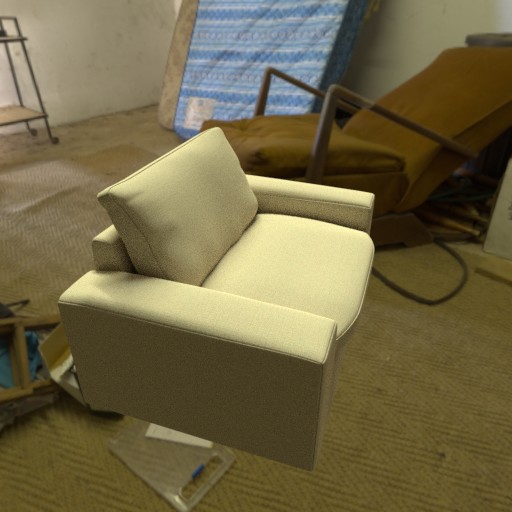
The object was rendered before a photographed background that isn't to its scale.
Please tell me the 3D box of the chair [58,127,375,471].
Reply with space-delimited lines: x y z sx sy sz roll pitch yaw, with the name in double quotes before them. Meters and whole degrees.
"chair" 0.000 0.000 2.059 1.039 0.915 1.398 10 32 16
